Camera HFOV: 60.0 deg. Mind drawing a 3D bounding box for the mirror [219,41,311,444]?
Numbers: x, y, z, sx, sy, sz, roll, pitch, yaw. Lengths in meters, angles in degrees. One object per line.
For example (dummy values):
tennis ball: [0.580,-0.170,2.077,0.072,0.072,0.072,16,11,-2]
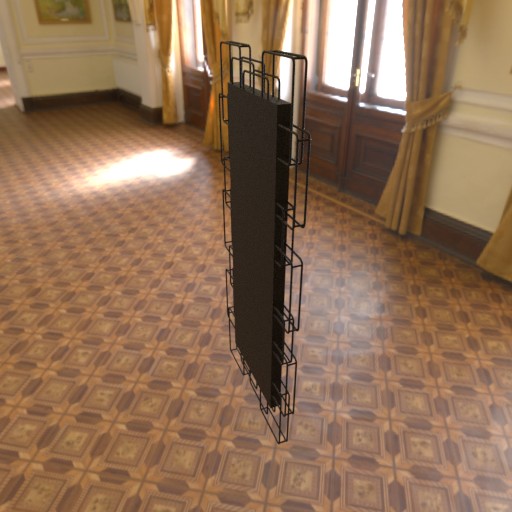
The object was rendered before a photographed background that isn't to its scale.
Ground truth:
mirror: [0.000,0.000,1.394,0.037,1.192,0.565,-11,31,-19]
